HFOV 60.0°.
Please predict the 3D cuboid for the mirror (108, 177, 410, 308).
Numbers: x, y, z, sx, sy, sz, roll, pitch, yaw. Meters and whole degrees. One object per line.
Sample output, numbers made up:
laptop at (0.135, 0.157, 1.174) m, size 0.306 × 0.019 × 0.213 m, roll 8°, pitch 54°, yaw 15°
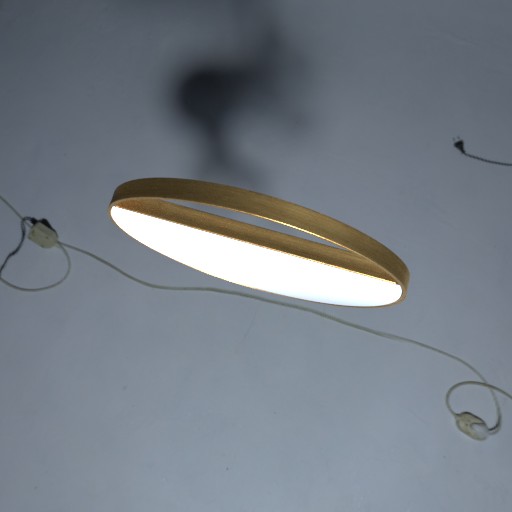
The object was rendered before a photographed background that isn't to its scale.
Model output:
mirror at (0.000, 0.000, 0.854) m, size 0.565 × 0.565 × 0.032 m, roll 16°, pitch 76°, yaw 4°
